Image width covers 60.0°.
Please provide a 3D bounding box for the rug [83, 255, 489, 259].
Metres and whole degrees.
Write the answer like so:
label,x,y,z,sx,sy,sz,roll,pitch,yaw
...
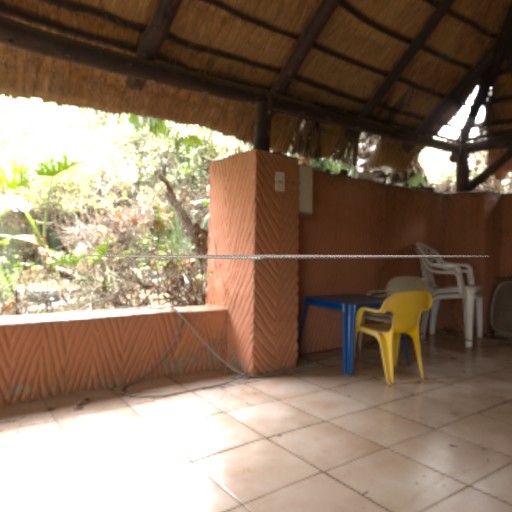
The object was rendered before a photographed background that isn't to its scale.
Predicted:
label,x,y,z,sx,sy,sz,roll,pitch,yaw
rug,0.000,0.000,2.899,1.593,0.008,2.238,0,0,-36
